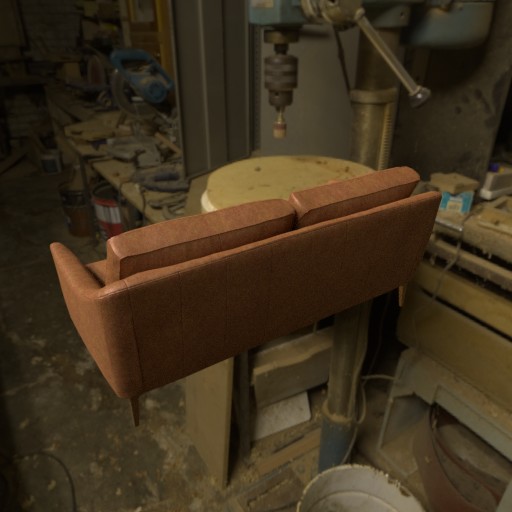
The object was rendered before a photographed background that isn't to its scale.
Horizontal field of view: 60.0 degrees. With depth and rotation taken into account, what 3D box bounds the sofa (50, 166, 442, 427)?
[{"bbox_3d":[0.000,0.000,2.551,2.036,0.945,0.981,-17,33,-28],"label":"sofa"}]
